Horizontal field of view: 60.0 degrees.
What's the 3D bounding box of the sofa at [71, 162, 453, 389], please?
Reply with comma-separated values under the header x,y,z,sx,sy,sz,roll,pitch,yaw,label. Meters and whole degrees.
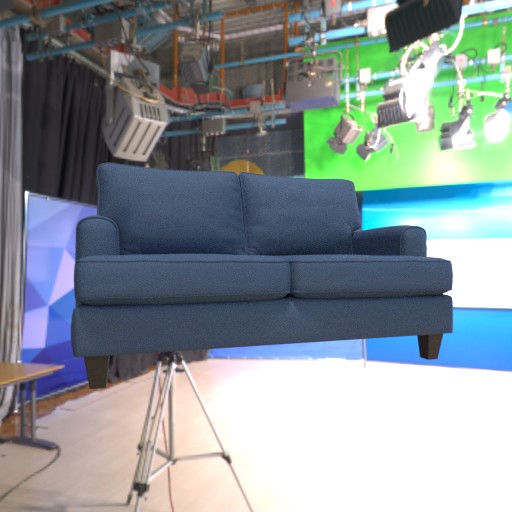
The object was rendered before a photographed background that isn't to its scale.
x,y,z,sx,sy,sz,roll,pitch,yaw,label
0.000,0.000,2.205,1.651,0.965,0.965,0,-1,-19,sofa
